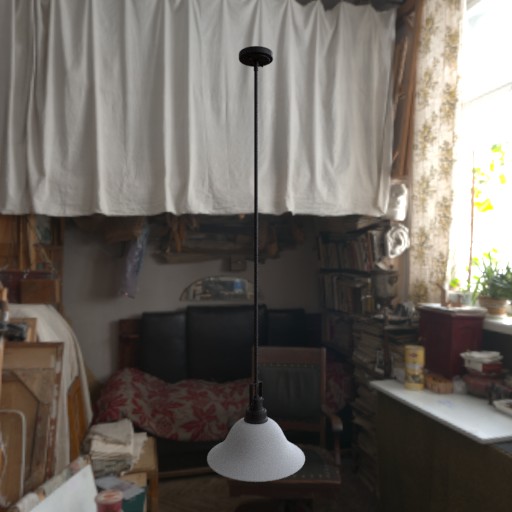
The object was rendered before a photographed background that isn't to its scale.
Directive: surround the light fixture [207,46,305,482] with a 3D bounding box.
[{"bbox_3d":[0.000,0.000,1.471,0.324,1.337,0.324,0,0,36],"label":"light fixture"}]
